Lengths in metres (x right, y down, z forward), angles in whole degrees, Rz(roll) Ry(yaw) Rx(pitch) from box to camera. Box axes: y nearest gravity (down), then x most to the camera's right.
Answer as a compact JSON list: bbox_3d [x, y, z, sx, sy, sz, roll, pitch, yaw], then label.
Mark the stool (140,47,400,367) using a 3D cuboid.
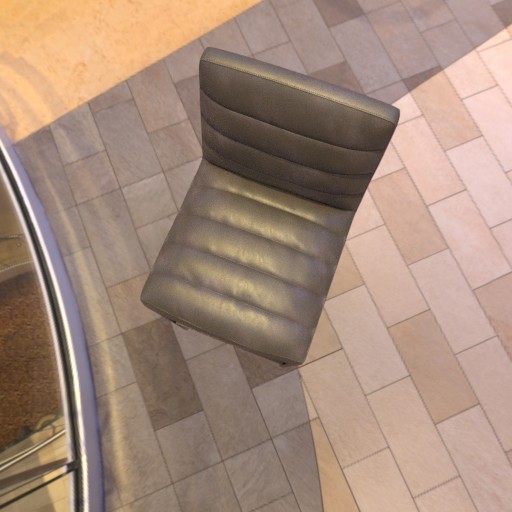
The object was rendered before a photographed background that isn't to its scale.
[{"bbox_3d":[0.000,0.000,1.367,0.463,1.065,0.562,20,76,5],"label":"stool"}]
